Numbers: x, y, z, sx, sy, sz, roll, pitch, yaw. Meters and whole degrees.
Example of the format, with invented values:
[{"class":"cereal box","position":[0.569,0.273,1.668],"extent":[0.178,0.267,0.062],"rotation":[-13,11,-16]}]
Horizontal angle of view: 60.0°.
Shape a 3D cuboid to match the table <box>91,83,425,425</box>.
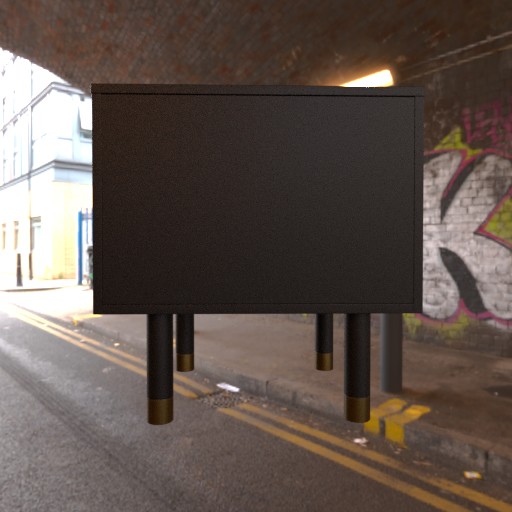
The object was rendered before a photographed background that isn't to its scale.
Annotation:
[{"class":"table","position":[0.000,0.000,0.972],"extent":[0.564,0.584,0.441],"rotation":[0,1,-2]}]
